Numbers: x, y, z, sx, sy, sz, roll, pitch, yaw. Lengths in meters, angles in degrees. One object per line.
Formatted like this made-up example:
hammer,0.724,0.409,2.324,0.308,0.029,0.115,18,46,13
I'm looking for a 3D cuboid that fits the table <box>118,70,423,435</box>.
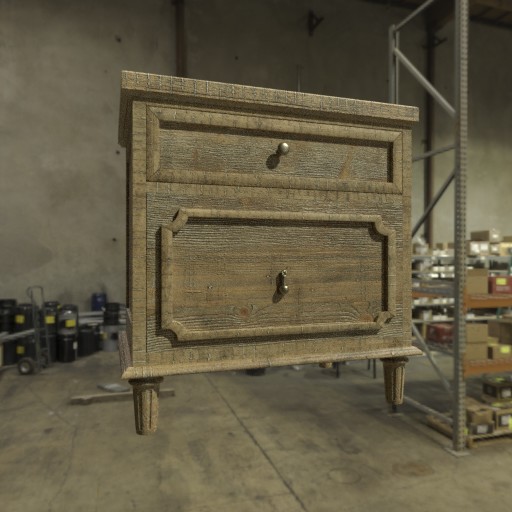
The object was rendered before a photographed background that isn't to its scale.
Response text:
table,0.000,0.000,1.163,0.686,0.711,0.457,0,0,-18
